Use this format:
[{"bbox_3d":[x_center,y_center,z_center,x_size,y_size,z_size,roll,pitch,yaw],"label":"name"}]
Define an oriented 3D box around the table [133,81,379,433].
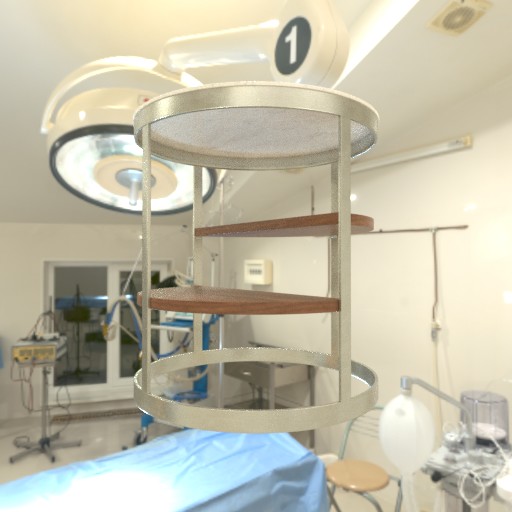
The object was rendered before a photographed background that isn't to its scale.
[{"bbox_3d":[0.000,0.000,0.757,0.407,0.447,0.407,0,0,0],"label":"table"}]
